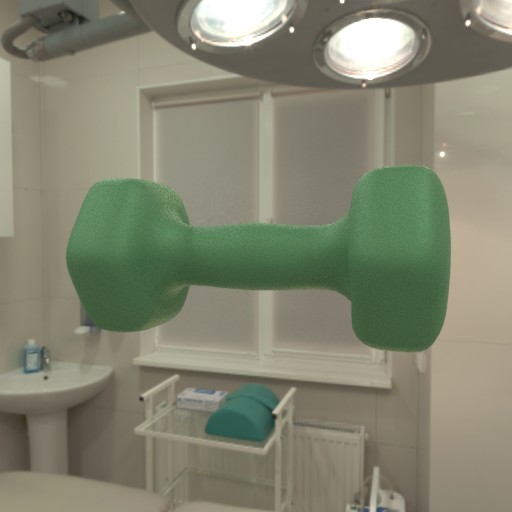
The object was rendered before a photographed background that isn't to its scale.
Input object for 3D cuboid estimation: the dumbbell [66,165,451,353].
[{"bbox_3d":[0.000,0.000,0.324,0.260,0.117,0.129,1,2,18],"label":"dumbbell"}]
